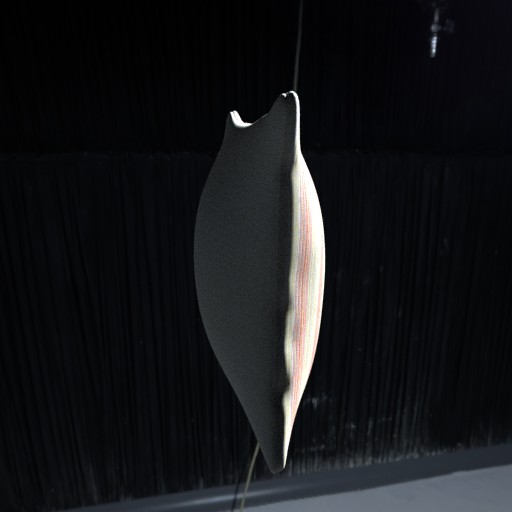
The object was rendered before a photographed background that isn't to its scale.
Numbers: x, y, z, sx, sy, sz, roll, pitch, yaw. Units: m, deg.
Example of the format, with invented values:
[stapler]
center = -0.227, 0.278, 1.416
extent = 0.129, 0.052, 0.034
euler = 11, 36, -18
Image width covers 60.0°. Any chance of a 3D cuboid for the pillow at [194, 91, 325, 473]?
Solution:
[pillow]
center = 0.000, 0.000, 0.688
extent = 0.191, 0.449, 0.451
euler = -3, 16, -9
